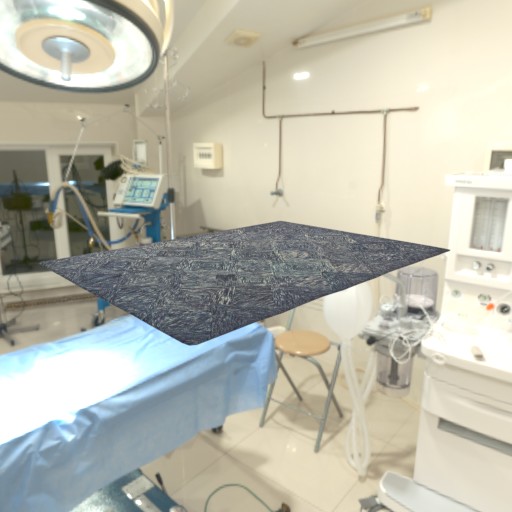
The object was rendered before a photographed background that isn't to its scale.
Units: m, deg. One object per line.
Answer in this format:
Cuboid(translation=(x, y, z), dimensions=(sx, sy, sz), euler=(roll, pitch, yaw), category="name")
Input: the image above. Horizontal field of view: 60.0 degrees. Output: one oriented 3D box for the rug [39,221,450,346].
Cuboid(translation=(0.000, 0.000, 4.282), dimensions=(3.245, 0.024, 2.385), euler=(-13, 19, -42), category="rug")
